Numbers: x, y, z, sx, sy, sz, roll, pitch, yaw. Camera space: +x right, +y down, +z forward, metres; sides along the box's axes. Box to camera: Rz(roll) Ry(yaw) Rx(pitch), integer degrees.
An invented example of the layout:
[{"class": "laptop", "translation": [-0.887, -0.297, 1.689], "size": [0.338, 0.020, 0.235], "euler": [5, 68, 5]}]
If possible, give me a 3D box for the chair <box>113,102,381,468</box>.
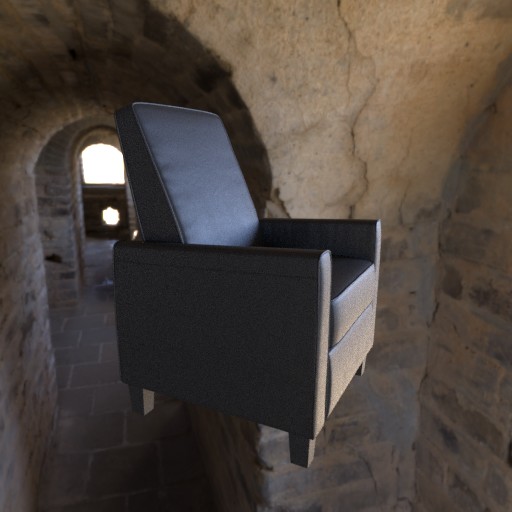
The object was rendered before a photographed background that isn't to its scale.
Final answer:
[{"class": "chair", "translation": [0.000, 0.000, 1.538], "size": [0.746, 1.013, 0.705], "euler": [7, 14, 26]}]
